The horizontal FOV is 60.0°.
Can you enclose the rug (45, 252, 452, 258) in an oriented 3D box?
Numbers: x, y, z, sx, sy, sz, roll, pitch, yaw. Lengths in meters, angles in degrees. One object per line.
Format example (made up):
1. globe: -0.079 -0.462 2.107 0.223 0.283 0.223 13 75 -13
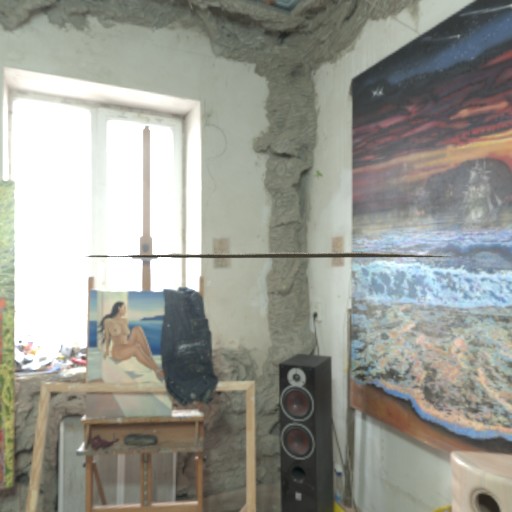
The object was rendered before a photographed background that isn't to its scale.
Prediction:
1. rug: 0.000 0.000 4.222 3.061 0.022 2.468 0 -1 34
